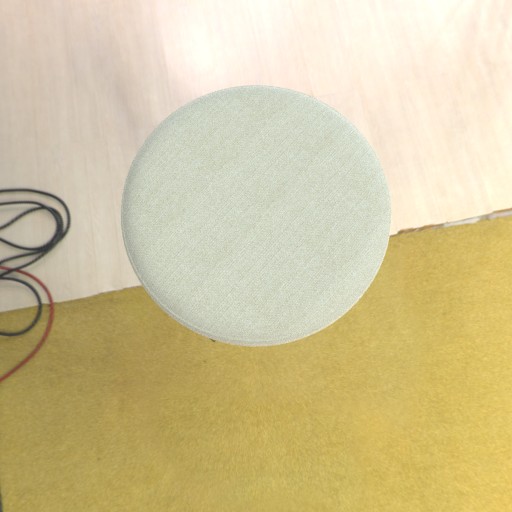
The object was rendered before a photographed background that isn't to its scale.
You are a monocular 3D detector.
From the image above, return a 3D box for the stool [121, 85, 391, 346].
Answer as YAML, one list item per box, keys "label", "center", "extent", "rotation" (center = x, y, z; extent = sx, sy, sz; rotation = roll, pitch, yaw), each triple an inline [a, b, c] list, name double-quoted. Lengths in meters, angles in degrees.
- label: "stool"
  center: [0.000, 0.000, 1.028]
  extent: [0.446, 0.758, 0.446]
  rotation: [0, 77, 0]
